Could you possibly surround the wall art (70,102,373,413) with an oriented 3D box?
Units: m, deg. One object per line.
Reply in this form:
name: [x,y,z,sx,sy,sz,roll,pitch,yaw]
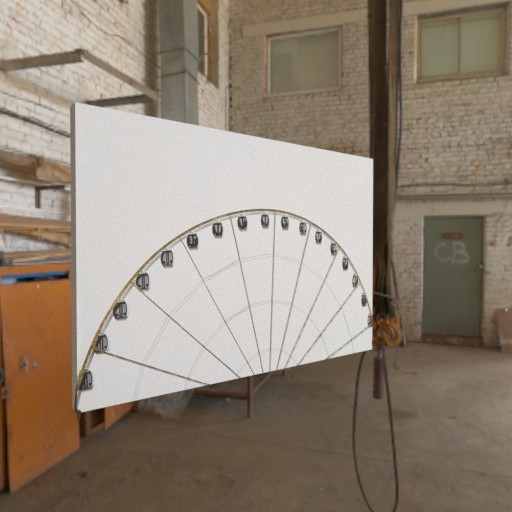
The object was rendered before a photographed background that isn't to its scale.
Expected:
wall art: [0.000,0.000,1.140,0.898,0.601,0.038,-1,1,-37]
